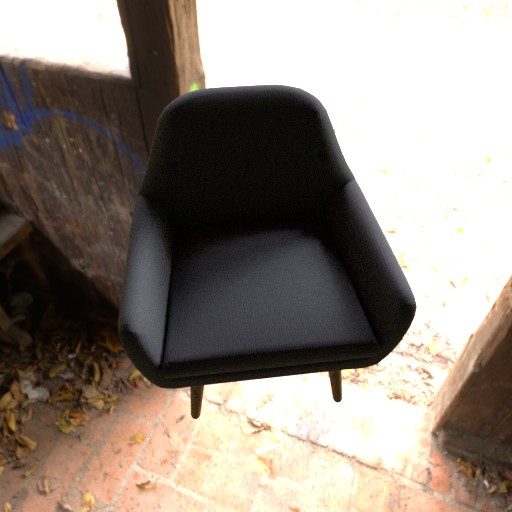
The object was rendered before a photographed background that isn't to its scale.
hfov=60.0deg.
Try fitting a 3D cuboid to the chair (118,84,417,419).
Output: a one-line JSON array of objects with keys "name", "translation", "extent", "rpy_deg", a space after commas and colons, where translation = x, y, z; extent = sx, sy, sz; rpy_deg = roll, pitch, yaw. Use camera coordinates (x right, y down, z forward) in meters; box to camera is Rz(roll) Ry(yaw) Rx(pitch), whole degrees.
[{"name": "chair", "translation": [0.000, 0.000, 1.430], "extent": [0.770, 0.800, 0.779], "rpy_deg": [-5, 45, -5]}]
